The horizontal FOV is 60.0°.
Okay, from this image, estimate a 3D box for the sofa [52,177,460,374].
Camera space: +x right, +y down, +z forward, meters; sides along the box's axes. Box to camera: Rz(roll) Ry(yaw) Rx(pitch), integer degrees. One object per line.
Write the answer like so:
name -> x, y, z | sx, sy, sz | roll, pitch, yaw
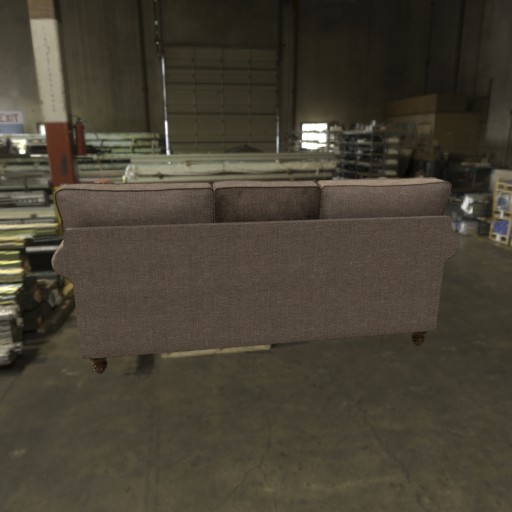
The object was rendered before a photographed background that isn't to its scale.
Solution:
sofa -> 0.000, 0.000, 2.662 | 2.084, 0.961, 0.916 | -3, 15, -10
